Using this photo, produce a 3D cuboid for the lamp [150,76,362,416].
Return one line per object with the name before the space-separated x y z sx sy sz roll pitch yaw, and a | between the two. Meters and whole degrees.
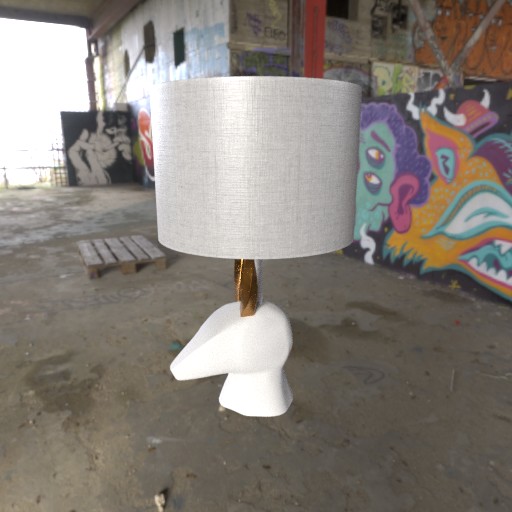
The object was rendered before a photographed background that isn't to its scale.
lamp | 0.000 0.000 0.700 0.298 0.503 0.298 -3 15 -10
